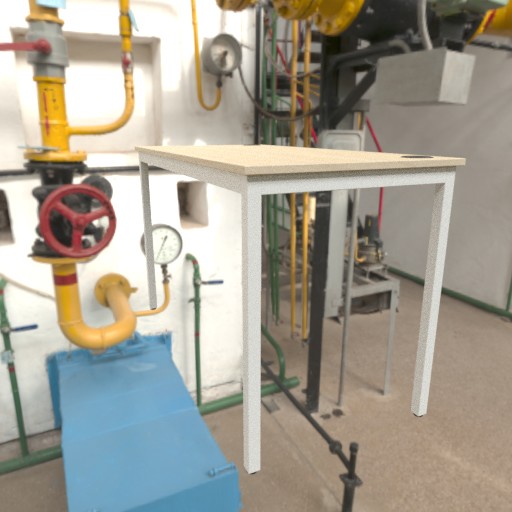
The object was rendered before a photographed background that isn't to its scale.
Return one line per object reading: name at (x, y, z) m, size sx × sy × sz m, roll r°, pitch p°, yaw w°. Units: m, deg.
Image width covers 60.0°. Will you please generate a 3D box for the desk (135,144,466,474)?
desk at (0.000, 0.000, 1.609) m, size 0.600 × 0.750 × 1.200 m, roll -7°, pitch 17°, yaw -24°
